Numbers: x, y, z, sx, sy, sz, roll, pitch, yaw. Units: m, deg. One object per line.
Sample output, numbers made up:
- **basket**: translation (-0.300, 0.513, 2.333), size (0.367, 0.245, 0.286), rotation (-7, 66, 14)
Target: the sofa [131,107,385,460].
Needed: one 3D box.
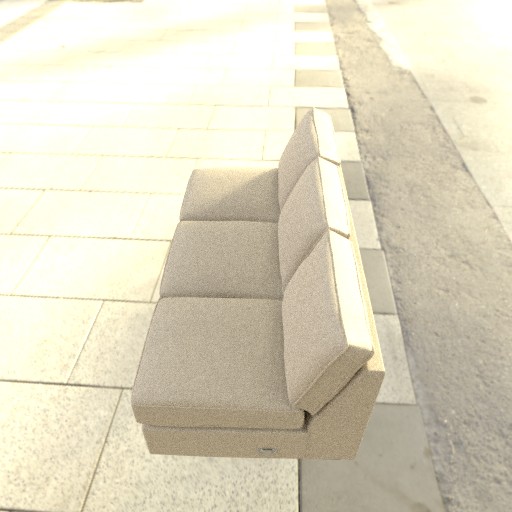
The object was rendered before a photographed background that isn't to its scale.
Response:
- **sofa**: translation (0.000, 0.000, 2.552), size (1.027, 0.973, 1.962), rotation (1, 41, 1)
